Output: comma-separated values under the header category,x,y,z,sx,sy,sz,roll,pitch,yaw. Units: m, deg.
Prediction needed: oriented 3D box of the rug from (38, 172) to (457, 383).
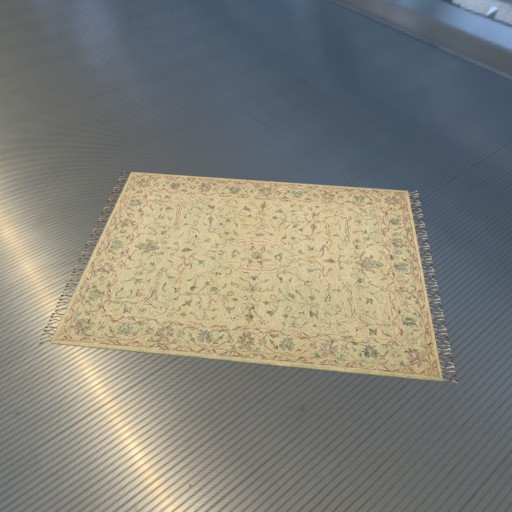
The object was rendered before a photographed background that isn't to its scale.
category,x,y,z,sx,sy,sz,roll,pitch,yaw
rug,0.000,0.000,2.291,1.802,0.008,1.247,5,49,4
